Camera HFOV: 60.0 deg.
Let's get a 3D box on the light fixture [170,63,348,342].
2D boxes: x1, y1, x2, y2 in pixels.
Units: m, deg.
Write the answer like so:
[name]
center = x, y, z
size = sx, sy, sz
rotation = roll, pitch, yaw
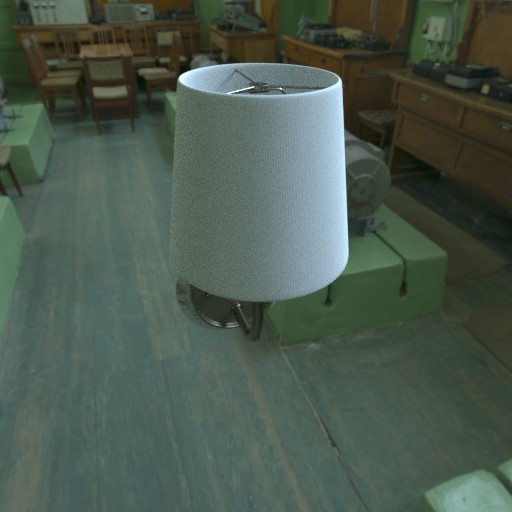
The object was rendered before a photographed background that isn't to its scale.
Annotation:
[light fixture]
center = 0.000, 0.000, 0.439
size = 0.168, 0.337, 0.188
rotation = -11, 34, -16
